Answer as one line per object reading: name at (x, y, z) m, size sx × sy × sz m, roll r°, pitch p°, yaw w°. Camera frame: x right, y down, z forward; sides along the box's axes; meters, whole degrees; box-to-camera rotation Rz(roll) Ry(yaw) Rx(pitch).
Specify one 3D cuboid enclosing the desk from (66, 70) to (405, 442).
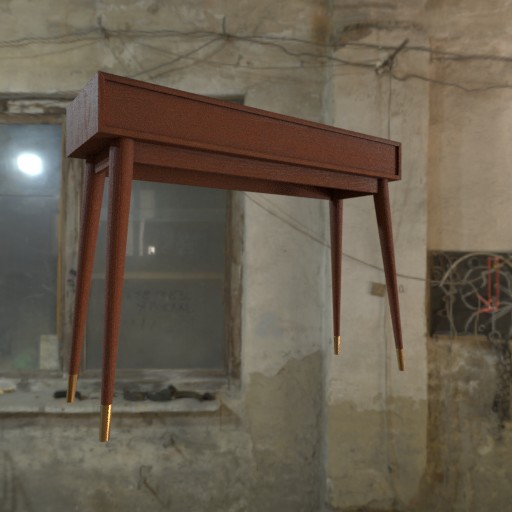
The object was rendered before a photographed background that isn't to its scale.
desk at (0.000, 0.000, 1.587) m, size 1.204 × 0.917 × 0.384 m, roll 0°, pitch 0°, yaw -35°
